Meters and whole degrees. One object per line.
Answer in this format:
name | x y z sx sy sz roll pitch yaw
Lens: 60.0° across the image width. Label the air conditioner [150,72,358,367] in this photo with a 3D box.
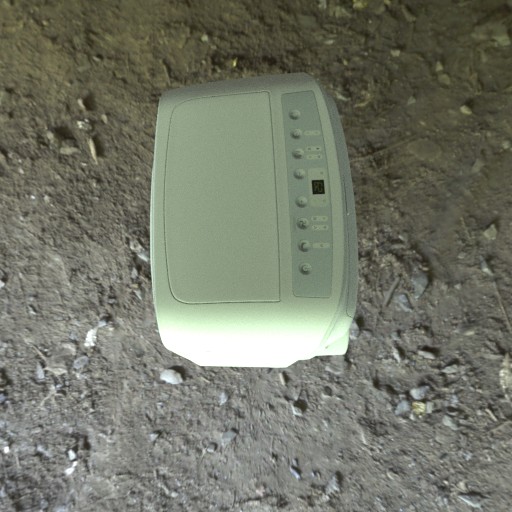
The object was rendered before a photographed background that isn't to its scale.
air conditioner | 0.000 0.000 0.938 0.365 0.700 0.454 -2 75 -1
